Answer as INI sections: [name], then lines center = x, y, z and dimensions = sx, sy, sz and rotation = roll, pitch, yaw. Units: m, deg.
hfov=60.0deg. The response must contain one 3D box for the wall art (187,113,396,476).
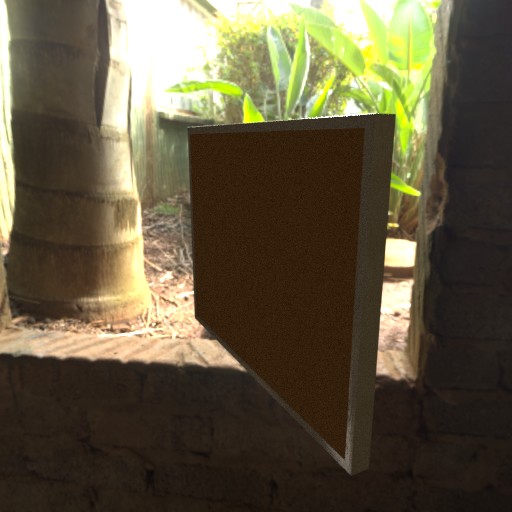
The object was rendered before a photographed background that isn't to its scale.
[wall art]
center = 0.000, 0.000, 1.368
dimensions = 0.053, 0.787, 1.041
rotation = -7, 16, -26
